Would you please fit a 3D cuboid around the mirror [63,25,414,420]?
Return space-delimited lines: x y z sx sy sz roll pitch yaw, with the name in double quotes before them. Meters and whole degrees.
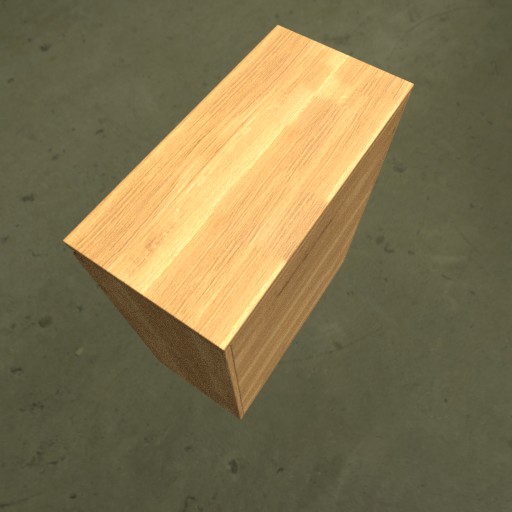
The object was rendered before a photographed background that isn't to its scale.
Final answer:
"mirror" 0.000 0.000 1.435 0.400 1.000 0.800 31 67 15
